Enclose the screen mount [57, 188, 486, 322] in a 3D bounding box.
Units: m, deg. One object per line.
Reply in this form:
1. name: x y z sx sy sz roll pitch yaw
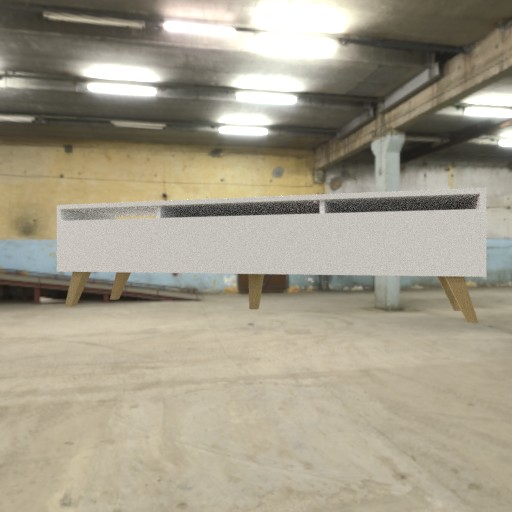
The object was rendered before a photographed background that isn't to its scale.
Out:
1. screen mount: 0.000 0.000 1.831 1.644 0.432 0.399 0 0 17
